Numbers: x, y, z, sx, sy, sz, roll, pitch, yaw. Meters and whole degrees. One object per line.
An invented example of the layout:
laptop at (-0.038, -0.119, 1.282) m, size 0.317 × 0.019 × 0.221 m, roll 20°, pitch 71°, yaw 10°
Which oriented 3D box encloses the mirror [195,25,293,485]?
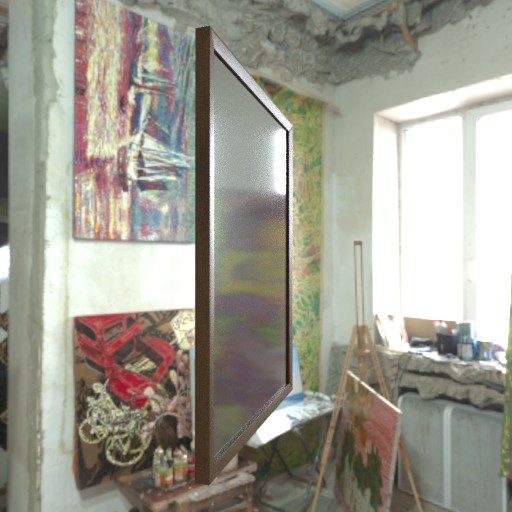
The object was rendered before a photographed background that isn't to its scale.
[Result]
mirror at (0.000, 0.000, 1.345) m, size 0.040 × 1.016 × 0.762 m, roll 0°, pitch -1°, yaw 19°
